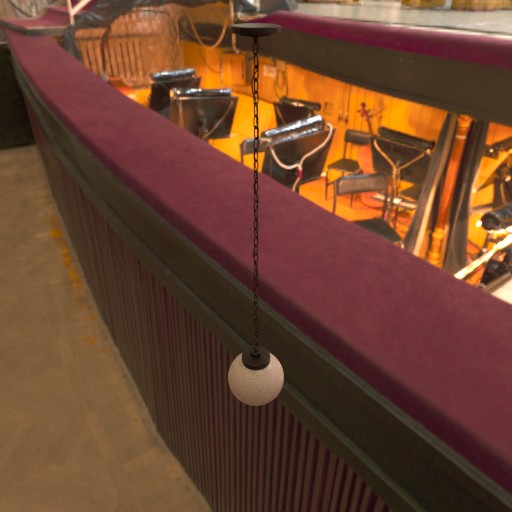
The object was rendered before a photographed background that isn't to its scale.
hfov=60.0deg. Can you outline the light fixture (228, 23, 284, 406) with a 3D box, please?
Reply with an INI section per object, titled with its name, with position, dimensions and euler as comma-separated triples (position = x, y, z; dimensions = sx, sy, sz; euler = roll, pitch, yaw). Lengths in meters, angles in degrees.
[light fixture]
position = 0.000, 0.000, 2.016
dimensions = 0.305, 1.867, 0.304
euler = -22, 38, -31
